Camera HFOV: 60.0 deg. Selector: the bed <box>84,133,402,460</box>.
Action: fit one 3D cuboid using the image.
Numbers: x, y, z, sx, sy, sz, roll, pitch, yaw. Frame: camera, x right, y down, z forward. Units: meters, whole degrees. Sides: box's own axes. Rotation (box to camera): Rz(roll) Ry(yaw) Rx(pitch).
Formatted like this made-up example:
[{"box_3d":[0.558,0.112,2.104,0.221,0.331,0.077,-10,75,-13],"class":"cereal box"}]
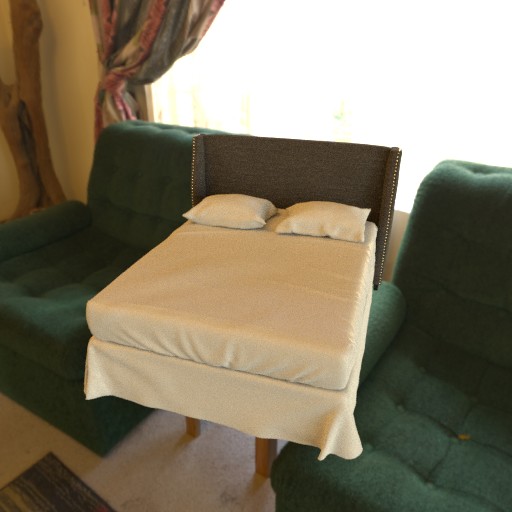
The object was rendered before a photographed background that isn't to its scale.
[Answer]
[{"box_3d":[0.000,0.000,3.377,1.925,1.332,2.276,8,28,16],"class":"bed"}]
